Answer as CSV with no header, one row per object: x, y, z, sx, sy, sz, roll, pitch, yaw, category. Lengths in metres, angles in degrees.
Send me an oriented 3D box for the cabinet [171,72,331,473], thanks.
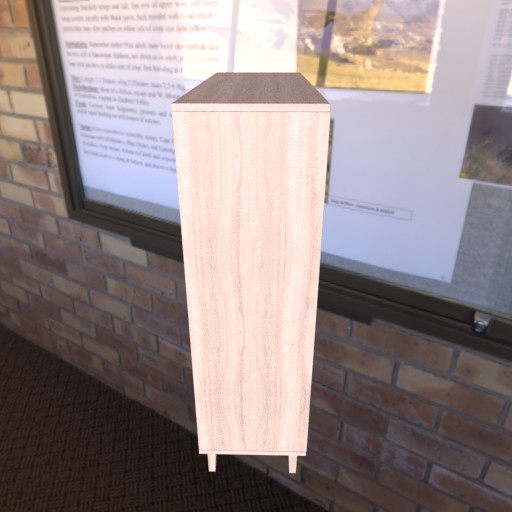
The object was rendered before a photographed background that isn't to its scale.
0.000,0.000,1.903,0.398,1.388,1.111,1,26,1,cabinet
